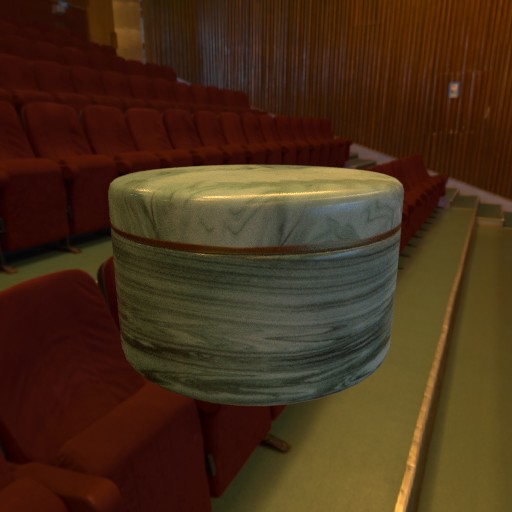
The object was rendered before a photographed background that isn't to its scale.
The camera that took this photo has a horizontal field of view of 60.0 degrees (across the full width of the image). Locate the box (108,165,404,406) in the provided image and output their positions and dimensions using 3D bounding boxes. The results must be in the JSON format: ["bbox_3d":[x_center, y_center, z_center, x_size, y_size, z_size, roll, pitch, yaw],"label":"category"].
[{"bbox_3d":[0.000,0.000,0.166,0.101,0.063,0.101,0,16,0],"label":"box"}]
